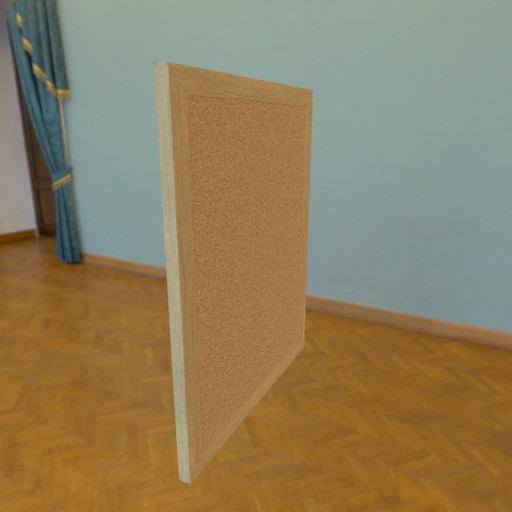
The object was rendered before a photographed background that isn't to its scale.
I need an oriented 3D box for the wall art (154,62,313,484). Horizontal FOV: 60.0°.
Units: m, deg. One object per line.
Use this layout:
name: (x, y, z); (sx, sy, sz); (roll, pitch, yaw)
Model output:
wall art: (0.000, 0.000, 0.758); (0.020, 0.561, 0.460); (8, 18, 26)
